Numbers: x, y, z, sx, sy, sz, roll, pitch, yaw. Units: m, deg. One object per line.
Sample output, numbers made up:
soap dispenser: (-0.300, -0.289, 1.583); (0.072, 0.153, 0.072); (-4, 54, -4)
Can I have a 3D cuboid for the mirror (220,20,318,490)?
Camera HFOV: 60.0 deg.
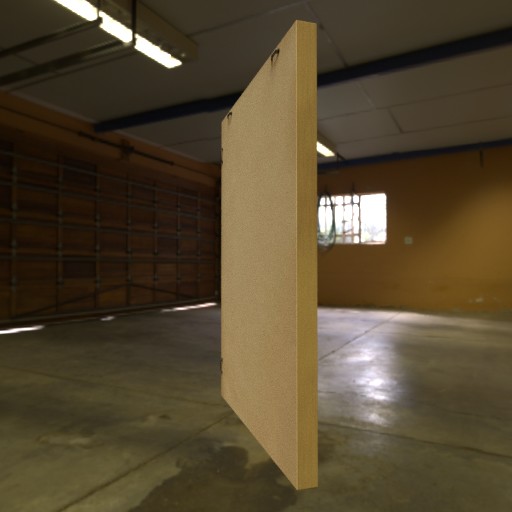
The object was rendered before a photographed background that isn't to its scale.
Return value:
mirror: (0.000, 0.000, 0.915); (0.039, 0.710, 0.507); (0, -1, -17)
